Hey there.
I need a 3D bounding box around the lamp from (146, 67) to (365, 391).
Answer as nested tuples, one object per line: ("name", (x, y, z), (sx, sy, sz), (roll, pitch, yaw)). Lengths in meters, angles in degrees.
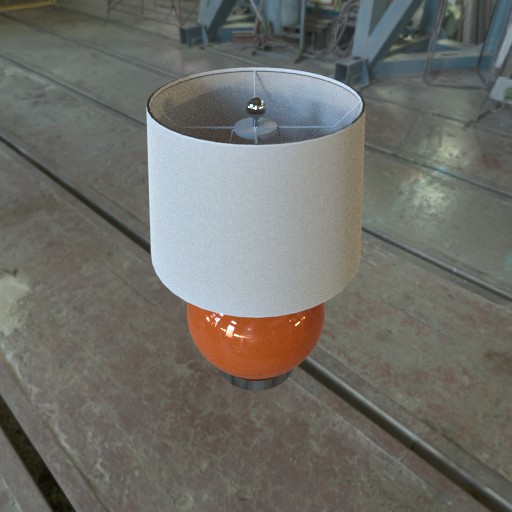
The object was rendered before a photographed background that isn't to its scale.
("lamp", (0.000, 0.000, 0.543), (0.247, 0.387, 0.247), (0, 39, 0))
